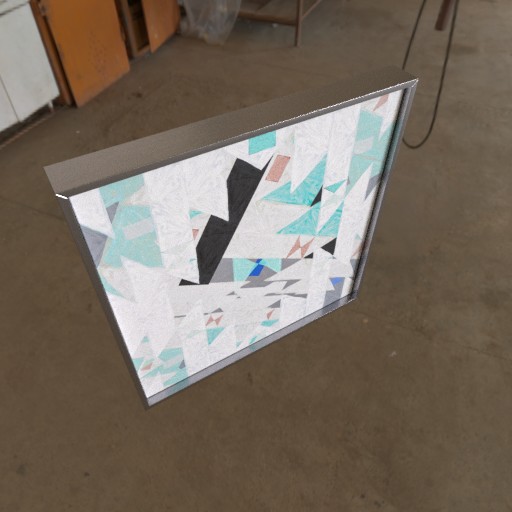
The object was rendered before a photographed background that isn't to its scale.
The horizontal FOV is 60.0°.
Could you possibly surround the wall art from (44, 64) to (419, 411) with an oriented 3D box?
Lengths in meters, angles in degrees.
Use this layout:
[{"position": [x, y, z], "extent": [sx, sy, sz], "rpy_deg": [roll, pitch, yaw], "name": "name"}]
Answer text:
[{"position": [0.000, 0.000, 0.510], "extent": [0.350, 0.350, 0.038], "rpy_deg": [-24, 51, -21], "name": "wall art"}]
